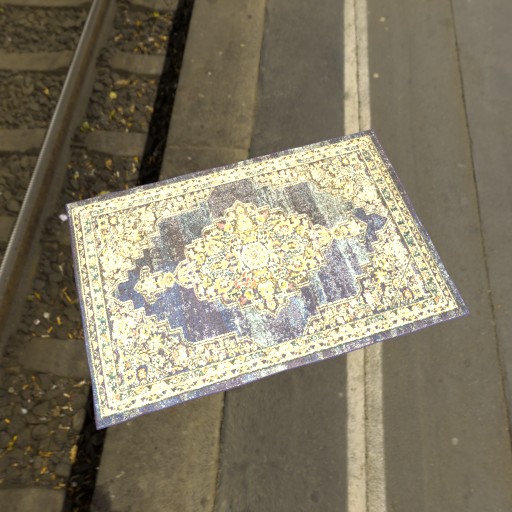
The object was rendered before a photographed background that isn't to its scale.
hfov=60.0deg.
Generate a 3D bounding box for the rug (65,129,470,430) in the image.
[{"bbox_3d":[0.000,0.000,2.240,1.781,0.012,1.184,-15,66,-7],"label":"rug"}]
